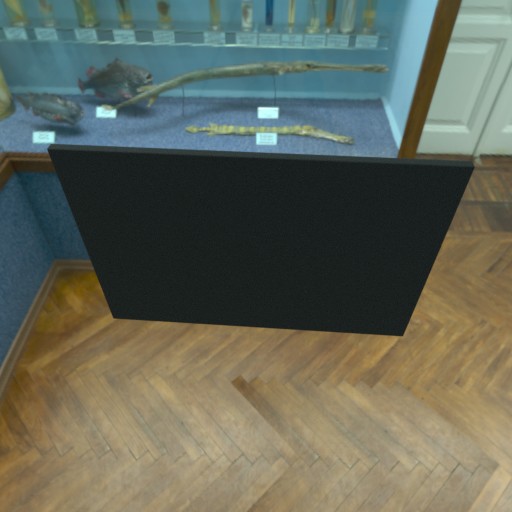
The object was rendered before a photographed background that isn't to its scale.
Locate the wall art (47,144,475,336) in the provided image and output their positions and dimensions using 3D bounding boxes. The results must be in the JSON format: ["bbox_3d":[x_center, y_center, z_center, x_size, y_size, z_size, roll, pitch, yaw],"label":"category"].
[{"bbox_3d":[0.000,0.000,1.235,0.958,0.656,0.026,3,46,3],"label":"wall art"}]
